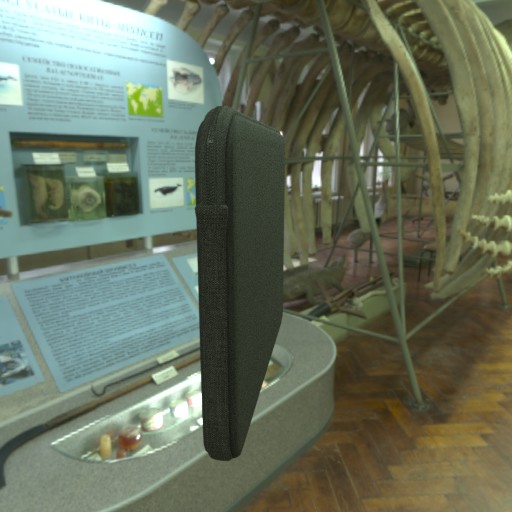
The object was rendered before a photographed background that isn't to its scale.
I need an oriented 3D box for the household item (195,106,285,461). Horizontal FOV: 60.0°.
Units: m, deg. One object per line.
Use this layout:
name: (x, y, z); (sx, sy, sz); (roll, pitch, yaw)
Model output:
household item: (0.000, 0.000, 0.522); (0.030, 0.305, 0.396); (2, 13, 9)
